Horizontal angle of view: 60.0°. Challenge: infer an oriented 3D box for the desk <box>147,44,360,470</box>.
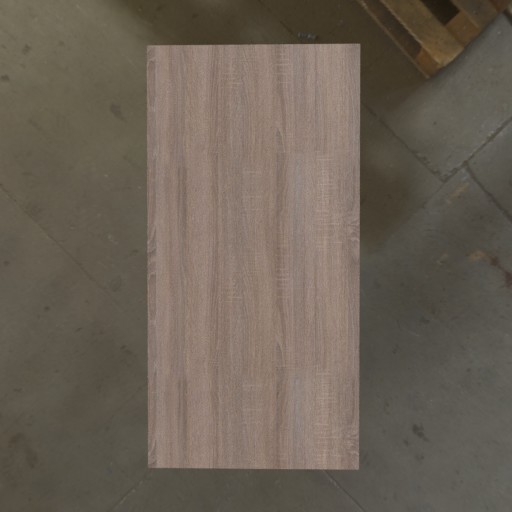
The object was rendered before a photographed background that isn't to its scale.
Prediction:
[{"bbox_3d":[0.000,0.000,1.416,0.495,0.762,0.991,0,91,1],"label":"desk"}]
